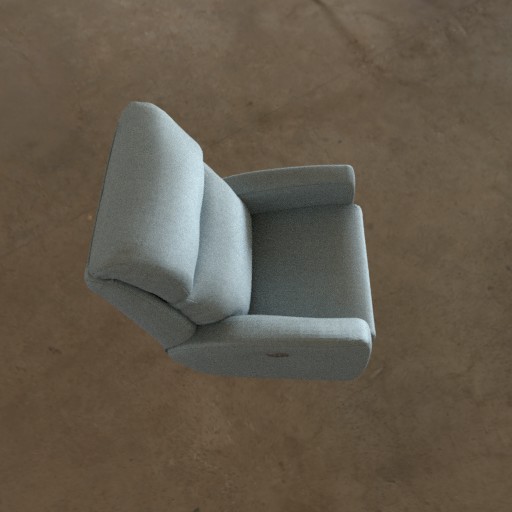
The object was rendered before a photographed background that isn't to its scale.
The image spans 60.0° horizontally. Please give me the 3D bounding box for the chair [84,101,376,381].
[{"bbox_3d":[0.000,0.000,1.682,0.940,1.016,0.794,1,63,0],"label":"chair"}]
